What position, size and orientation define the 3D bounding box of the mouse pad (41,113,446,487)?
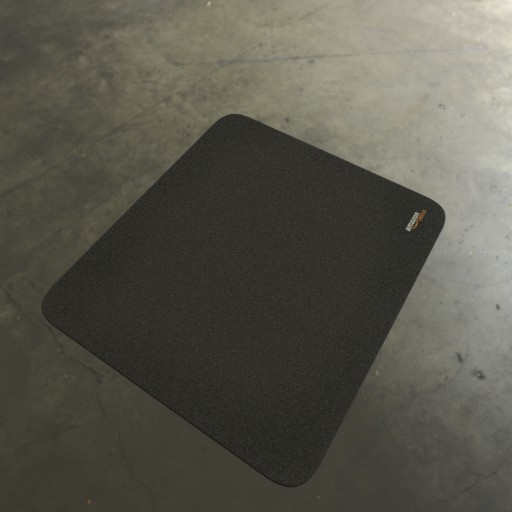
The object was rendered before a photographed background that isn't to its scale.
[{"bbox_3d":[0.000,0.000,0.311,0.203,0.003,0.229,29,63,16],"label":"mouse pad"}]
